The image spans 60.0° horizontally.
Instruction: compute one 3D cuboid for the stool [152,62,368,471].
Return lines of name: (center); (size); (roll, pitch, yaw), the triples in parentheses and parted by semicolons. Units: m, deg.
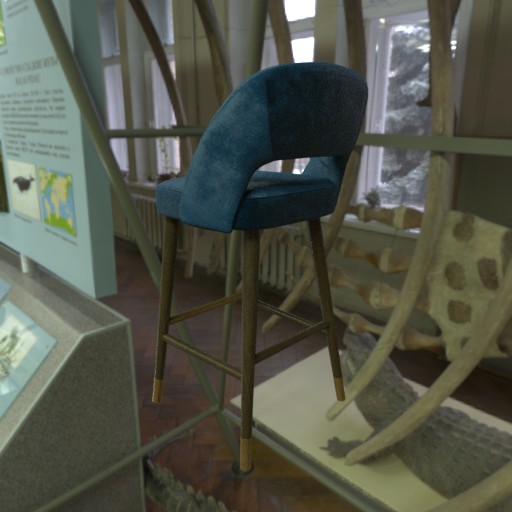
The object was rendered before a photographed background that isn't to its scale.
stool: (0.000, 0.000, 1.315); (0.514, 1.016, 0.515); (-16, 23, -43)
